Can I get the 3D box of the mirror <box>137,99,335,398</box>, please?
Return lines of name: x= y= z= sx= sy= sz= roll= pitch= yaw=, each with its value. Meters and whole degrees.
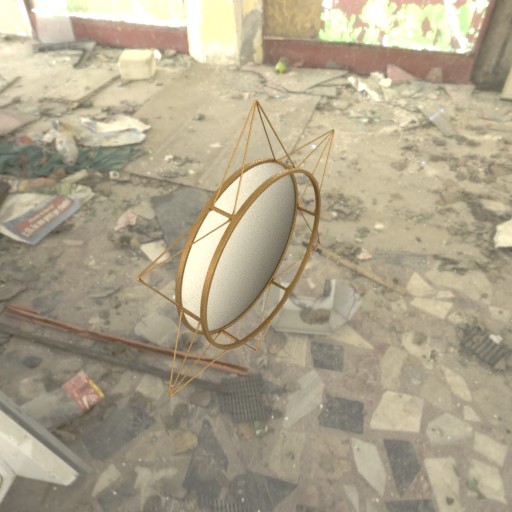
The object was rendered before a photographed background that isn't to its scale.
mirror: x=0.000 y=0.000 z=0.801 sx=0.062 sy=0.581 sz=0.498 roll=27 pitch=49 yaw=26
